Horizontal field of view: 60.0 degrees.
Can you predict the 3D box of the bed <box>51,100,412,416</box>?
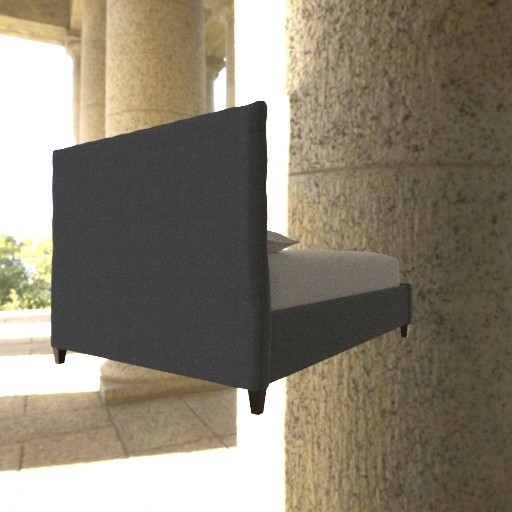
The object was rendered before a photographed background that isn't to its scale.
[{"bbox_3d":[0.000,0.000,3.375,1.698,1.411,2.335,0,0,35],"label":"bed"}]
